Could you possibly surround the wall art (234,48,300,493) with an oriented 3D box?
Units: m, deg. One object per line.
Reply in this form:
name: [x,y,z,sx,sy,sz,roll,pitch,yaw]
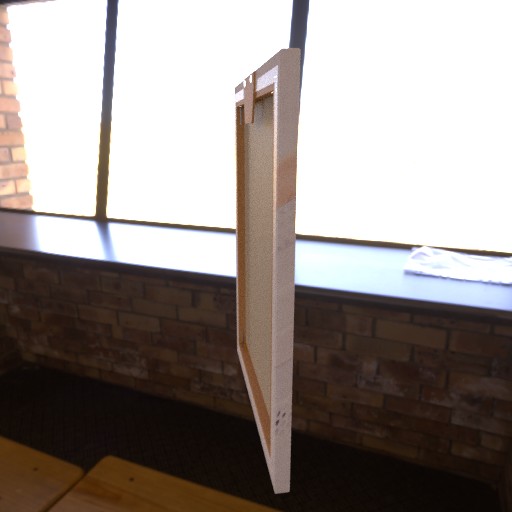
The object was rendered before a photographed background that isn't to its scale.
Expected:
wall art: [0.000,0.000,1.323,0.045,1.014,0.759,-3,16,-9]
